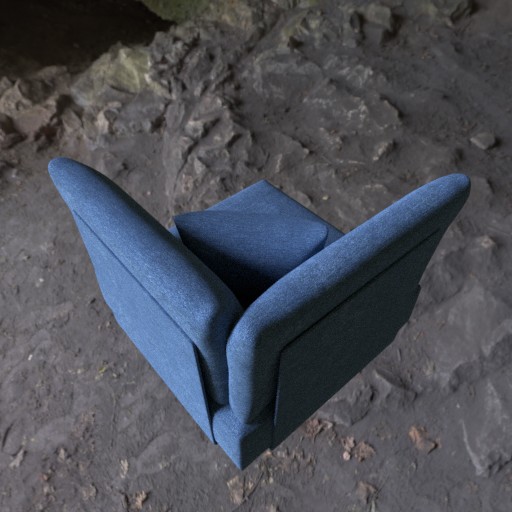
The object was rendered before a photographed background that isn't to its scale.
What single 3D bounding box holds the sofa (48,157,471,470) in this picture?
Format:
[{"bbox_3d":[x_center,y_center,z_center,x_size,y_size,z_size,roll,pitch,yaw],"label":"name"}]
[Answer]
[{"bbox_3d":[0.000,0.000,1.706,1.000,0.820,1.000,-32,54,-27],"label":"sofa"}]
